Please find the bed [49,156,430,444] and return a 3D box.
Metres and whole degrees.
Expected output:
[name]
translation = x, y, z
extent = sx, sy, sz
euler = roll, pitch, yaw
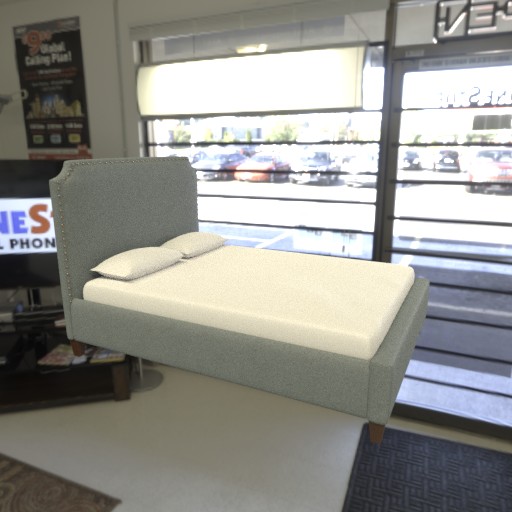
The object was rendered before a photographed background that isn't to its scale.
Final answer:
[bed]
translation = 0.000, 0.000, 3.384
extent = 2.372, 1.443, 1.712
euler = 7, 16, 26
